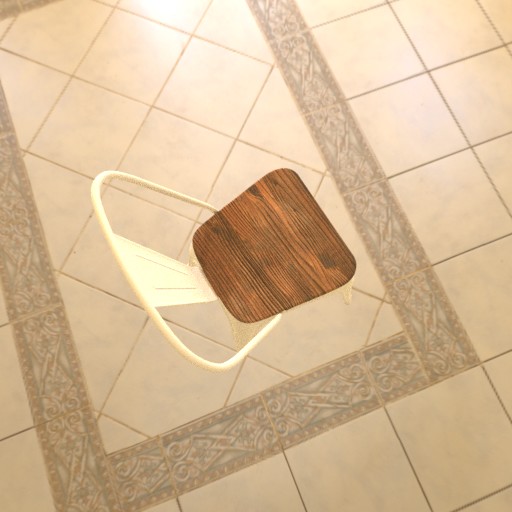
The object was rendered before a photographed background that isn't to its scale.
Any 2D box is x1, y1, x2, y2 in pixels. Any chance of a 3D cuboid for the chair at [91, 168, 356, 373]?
[{"bbox_3d":[0.000,0.000,1.171,0.521,0.851,0.452,-30,77,-8],"label":"chair"}]
